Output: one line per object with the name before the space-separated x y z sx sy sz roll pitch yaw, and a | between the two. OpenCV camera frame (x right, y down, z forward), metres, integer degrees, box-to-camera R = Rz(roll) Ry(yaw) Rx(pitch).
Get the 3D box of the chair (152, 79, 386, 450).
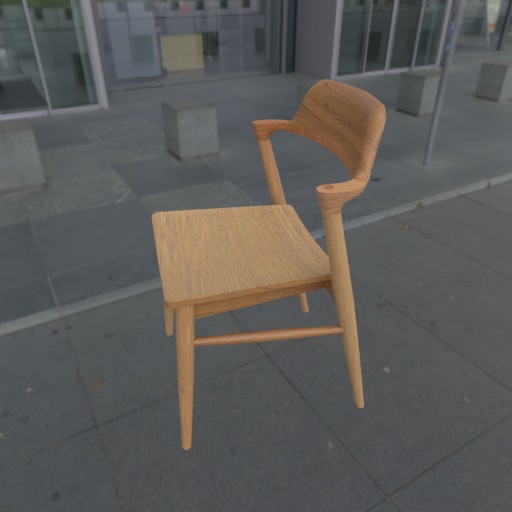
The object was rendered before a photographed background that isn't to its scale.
chair | 0.000 0.000 1.137 0.499 0.792 0.512 -8 33 -13
